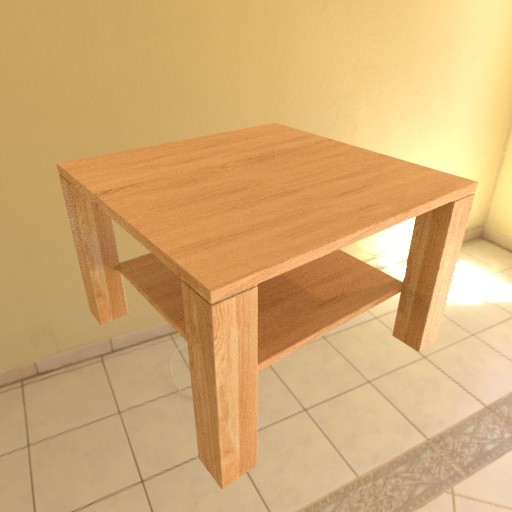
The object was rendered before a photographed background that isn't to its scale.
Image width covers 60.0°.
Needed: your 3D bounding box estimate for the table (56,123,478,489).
[{"bbox_3d":[0.000,0.000,1.144,0.700,0.450,0.700,-21,36,-32],"label":"table"}]
